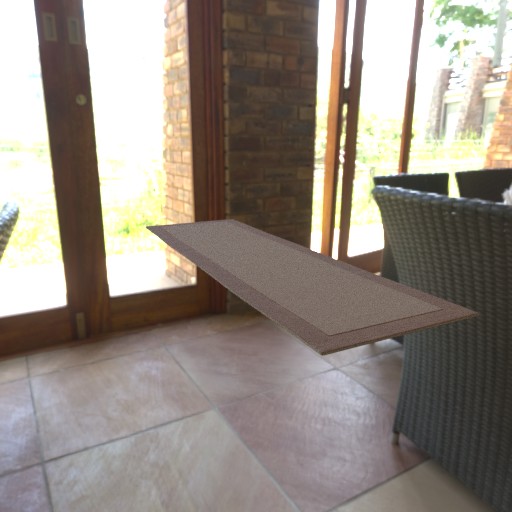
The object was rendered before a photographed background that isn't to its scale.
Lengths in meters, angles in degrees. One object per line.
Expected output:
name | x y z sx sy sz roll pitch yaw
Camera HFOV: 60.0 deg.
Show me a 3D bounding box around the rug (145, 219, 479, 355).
rug | 0.000 0.000 2.640 0.767 0.012 2.430 -7 16 -26
